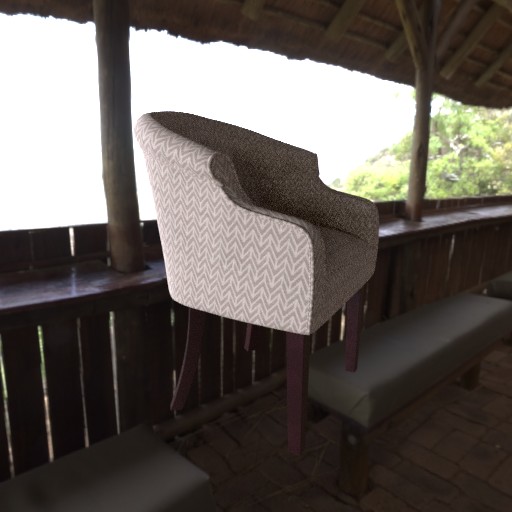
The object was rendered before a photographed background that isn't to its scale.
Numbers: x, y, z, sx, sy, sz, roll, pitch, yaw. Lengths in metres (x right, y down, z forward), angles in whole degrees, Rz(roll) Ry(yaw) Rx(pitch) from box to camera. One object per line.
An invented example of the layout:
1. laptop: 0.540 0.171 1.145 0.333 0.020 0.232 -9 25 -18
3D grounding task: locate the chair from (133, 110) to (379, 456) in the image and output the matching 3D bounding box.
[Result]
1. chair: 0.000 0.000 1.346 0.613 0.858 0.686 7 14 27
